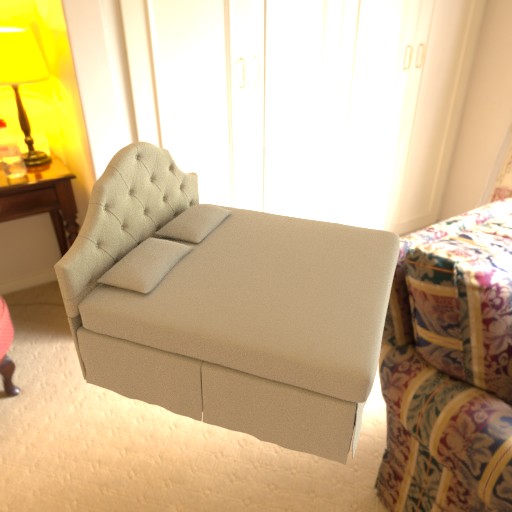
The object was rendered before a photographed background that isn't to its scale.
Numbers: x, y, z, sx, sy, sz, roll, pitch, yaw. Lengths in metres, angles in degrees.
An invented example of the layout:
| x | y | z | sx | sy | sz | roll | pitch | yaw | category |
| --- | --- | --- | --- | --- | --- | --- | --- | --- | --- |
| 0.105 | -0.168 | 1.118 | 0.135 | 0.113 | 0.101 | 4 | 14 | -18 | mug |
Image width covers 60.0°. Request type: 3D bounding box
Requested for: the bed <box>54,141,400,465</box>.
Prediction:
| x | y | z | sx | sy | sz | roll | pitch | yaw | category |
| --- | --- | --- | --- | --- | --- | --- | --- | --- | --- |
| 0.000 | 0.000 | 3.458 | 2.086 | 1.555 | 2.012 | 11 | 32 | 18 | bed |
